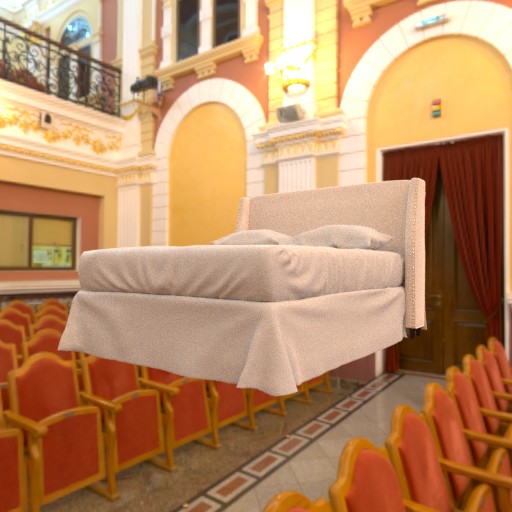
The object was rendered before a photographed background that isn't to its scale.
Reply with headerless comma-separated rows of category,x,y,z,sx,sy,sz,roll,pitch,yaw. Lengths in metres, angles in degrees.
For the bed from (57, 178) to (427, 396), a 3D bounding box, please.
bed,0.000,0.000,3.405,1.925,1.332,2.276,-1,-1,37
